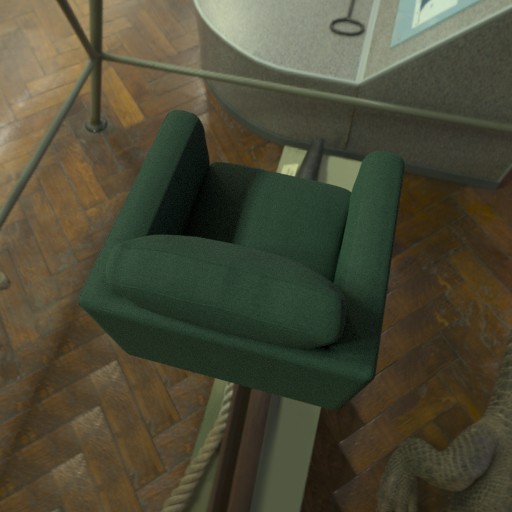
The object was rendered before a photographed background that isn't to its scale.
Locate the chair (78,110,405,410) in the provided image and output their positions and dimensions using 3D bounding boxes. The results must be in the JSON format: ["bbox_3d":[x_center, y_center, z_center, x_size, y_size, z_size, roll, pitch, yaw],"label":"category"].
[{"bbox_3d":[0.000,0.000,1.571,0.855,0.927,0.800,13,64,7],"label":"chair"}]
